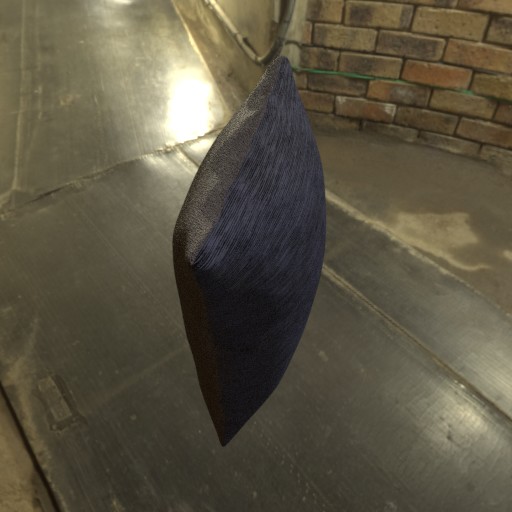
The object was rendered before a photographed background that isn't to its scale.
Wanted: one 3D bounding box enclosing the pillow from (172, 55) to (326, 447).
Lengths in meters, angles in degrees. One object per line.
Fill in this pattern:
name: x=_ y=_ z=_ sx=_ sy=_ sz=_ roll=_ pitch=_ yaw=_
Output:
pillow: x=0.000 y=0.000 z=0.680 sx=0.204 sy=0.439 sz=0.452 roll=9 pitch=47 yaw=9
